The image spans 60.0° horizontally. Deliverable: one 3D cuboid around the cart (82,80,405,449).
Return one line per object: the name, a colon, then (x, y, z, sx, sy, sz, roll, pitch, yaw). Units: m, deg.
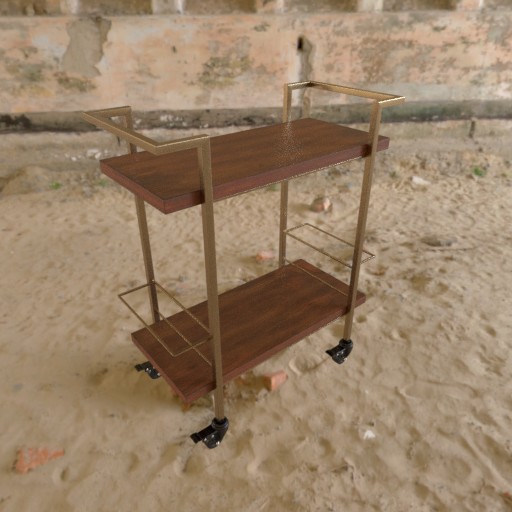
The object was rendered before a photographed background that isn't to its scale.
cart: (0.000, 0.000, 1.219, 0.695, 0.807, 0.364, -22, 37, -33)
